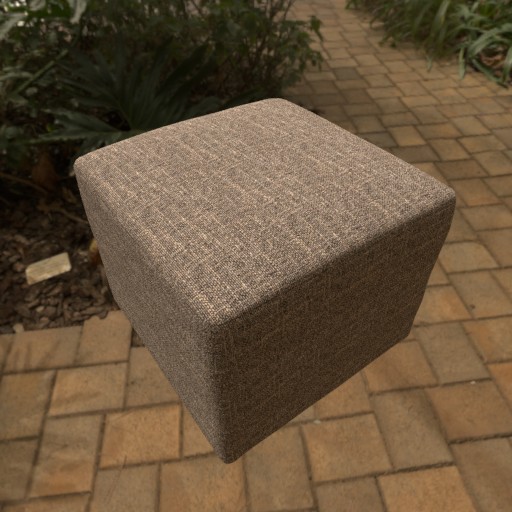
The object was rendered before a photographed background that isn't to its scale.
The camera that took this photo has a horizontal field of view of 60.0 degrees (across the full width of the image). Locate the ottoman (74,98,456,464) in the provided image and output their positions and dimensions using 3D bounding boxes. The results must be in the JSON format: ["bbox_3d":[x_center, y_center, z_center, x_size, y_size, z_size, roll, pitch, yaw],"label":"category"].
[{"bbox_3d":[0.000,0.000,0.924,0.512,0.453,0.521,-26,48,-26],"label":"ottoman"}]
